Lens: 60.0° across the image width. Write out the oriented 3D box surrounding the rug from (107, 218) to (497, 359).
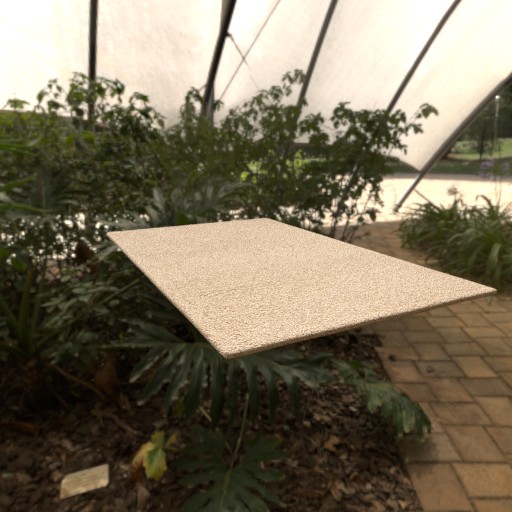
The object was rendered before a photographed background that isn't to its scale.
[{"bbox_3d":[0.000,0.000,2.968,1.524,0.030,2.438,-8,16,-27],"label":"rug"}]
